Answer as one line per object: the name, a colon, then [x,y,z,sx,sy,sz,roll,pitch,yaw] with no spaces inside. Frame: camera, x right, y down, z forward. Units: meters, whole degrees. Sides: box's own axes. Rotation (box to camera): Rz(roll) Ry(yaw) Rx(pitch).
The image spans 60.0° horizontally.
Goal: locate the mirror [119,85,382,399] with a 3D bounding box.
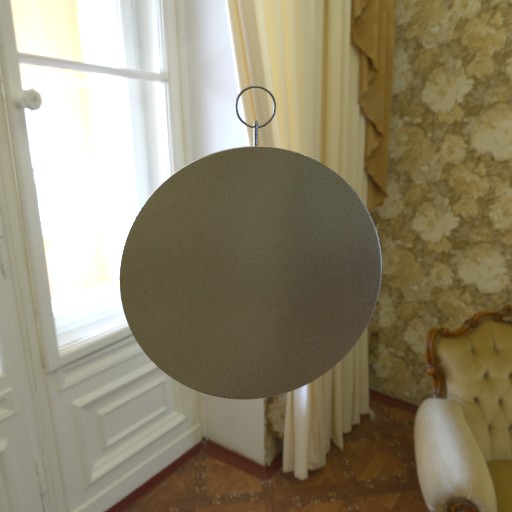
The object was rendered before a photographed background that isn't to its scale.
mirror: [0.000,0.000,0.988,0.594,0.713,0.020,-2,15,-9]
